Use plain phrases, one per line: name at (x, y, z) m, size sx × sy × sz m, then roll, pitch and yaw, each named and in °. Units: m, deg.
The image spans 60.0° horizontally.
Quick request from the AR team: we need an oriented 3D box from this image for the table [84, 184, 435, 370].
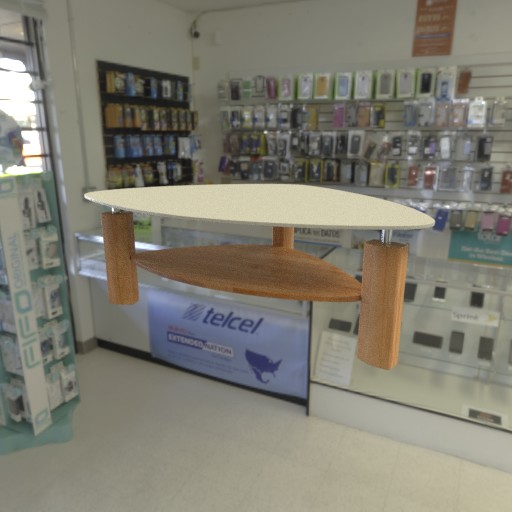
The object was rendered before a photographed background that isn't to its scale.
table at (0.000, 0.000, 1.648) m, size 1.250 × 0.440 × 0.850 m, roll 8°, pitch 18°, yaw 27°
